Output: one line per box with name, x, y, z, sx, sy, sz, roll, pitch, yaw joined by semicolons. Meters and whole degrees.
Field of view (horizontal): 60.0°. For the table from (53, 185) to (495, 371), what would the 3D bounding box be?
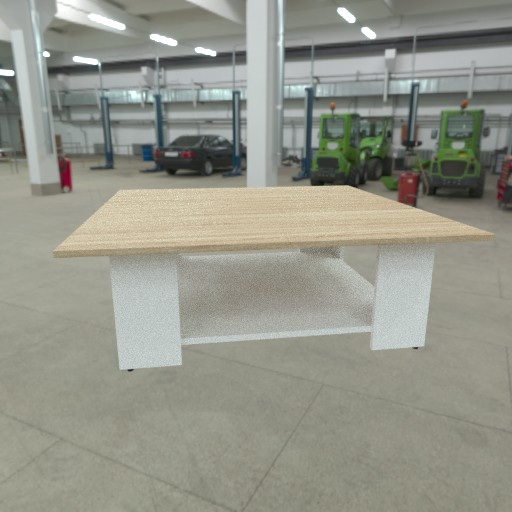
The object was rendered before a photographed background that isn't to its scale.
table;0.000;0.000;1.339;0.890;0.305;0.890;-2;16;-9
